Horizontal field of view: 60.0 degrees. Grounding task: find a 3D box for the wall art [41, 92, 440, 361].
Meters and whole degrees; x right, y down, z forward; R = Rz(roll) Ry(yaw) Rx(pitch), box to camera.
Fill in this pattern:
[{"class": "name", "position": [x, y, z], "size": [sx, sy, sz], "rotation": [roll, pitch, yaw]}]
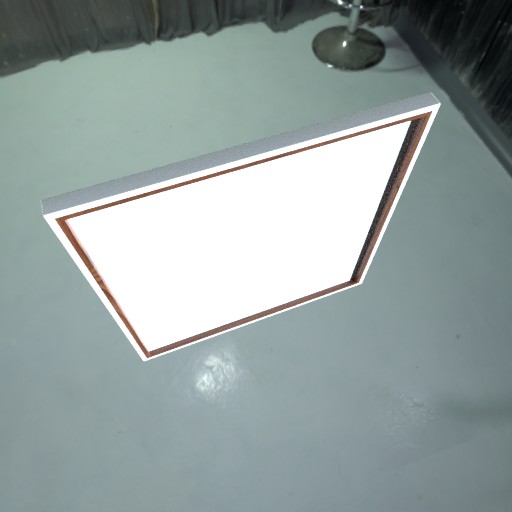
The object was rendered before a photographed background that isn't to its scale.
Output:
[{"class": "wall art", "position": [0.000, 0.000, 1.498], "size": [1.009, 1.009, 0.049], "rotation": [-18, 61, -11]}]
